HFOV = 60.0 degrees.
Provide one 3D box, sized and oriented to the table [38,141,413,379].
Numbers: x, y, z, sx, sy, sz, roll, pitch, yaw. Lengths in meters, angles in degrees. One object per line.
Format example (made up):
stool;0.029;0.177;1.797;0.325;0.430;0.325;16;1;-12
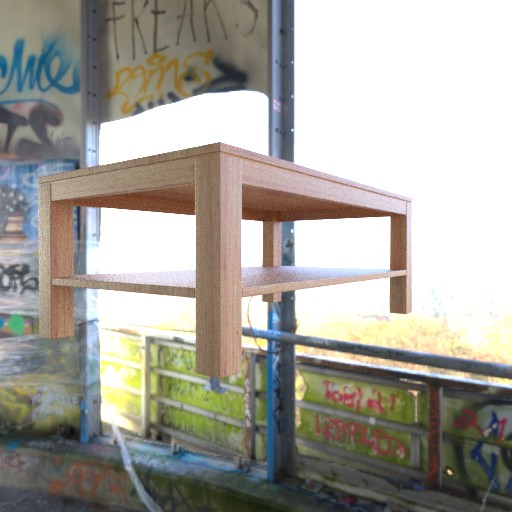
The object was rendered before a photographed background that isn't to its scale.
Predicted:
table;0.000;0.000;1.516;0.695;0.457;1.146;1;1;37
